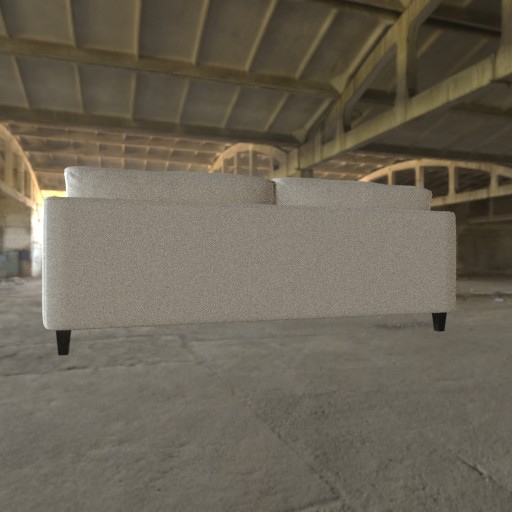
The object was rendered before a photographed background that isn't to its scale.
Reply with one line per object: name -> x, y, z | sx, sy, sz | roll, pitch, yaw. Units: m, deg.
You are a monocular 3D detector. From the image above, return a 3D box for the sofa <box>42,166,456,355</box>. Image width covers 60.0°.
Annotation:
sofa -> 0.000, 0.000, 2.901 | 2.434, 0.965, 0.948 | 0, 0, -18
